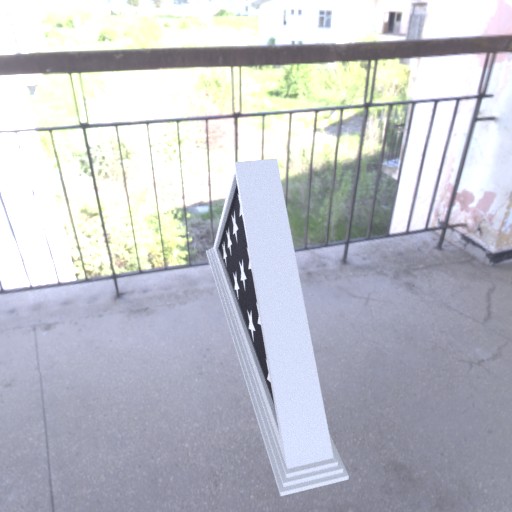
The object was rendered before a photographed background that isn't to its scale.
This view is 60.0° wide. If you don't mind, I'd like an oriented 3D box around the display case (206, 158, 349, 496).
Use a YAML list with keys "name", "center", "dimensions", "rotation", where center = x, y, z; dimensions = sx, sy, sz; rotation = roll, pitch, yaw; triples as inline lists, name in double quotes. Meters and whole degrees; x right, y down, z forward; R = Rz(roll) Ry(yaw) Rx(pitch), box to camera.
- name: "display case"
  center: [0.000, 0.000, 0.762]
  dimensions: [0.095, 0.340, 0.640]
  rotation: [-7, 32, -12]
